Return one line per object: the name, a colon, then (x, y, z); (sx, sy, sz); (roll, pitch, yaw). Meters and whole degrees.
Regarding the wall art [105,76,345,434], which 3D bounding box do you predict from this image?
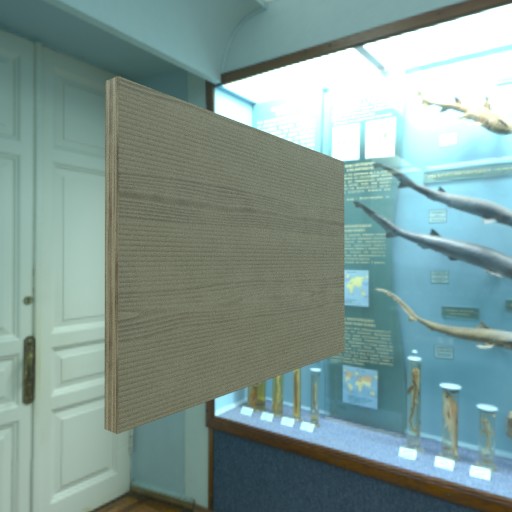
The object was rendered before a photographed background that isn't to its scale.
wall art: (0.000, 0.000, 1.104); (0.063, 0.609, 0.841); (0, -1, 38)
